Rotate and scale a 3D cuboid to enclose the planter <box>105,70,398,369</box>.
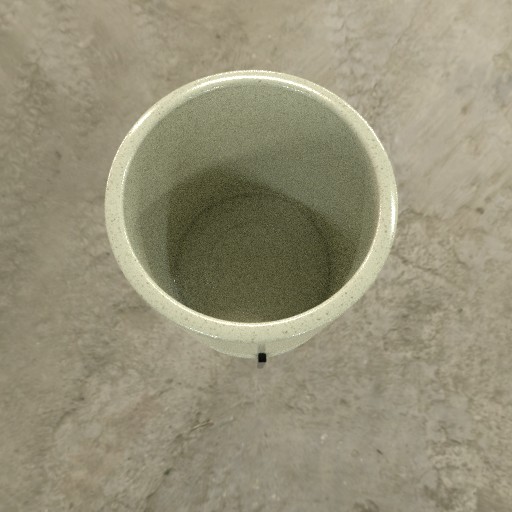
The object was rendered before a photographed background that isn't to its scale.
[{"bbox_3d":[0.000,0.000,0.540,0.243,0.390,0.234,-34,77,-9],"label":"planter"}]
